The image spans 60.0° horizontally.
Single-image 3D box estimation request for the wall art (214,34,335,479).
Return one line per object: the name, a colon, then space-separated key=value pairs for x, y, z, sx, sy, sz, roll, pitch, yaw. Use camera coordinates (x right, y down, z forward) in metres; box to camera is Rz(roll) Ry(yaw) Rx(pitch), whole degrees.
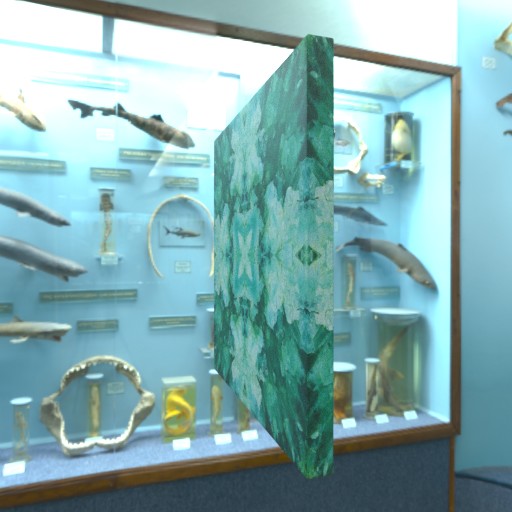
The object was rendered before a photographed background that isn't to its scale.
wall art: x=0.000 y=0.000 z=0.748 sx=0.038 sy=0.508 sz=0.507 roll=0 pitch=0 yaw=-17
